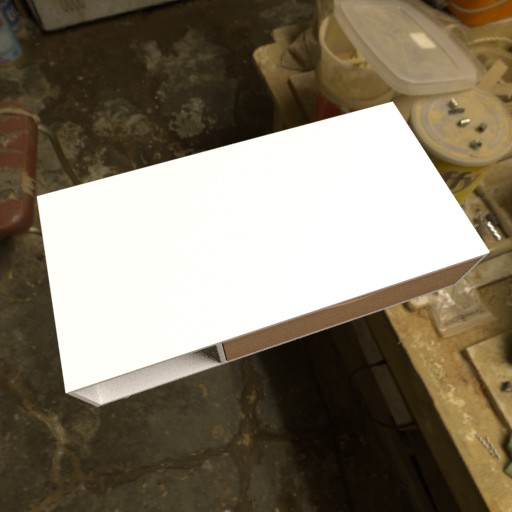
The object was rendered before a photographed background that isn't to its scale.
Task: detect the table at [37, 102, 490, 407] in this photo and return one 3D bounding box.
[{"bbox_3d":[0.000,0.000,1.491,1.194,0.432,0.609,-17,65,-8],"label":"table"}]
